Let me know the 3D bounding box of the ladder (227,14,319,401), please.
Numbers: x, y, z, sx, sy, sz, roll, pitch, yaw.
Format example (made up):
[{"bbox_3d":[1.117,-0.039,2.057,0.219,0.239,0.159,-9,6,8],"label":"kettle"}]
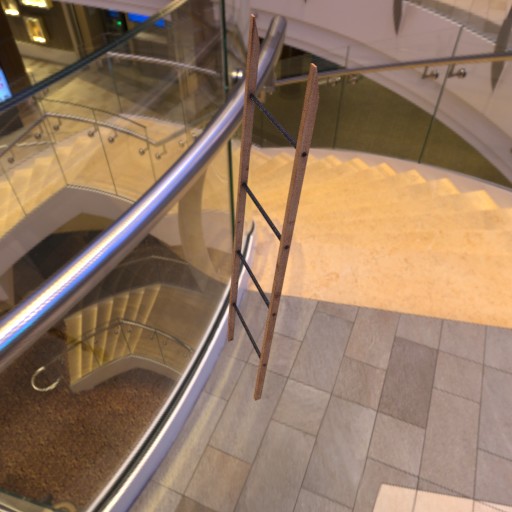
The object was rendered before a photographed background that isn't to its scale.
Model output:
[{"bbox_3d":[0.000,0.000,1.942,0.200,1.805,0.442,-17,49,-16],"label":"ladder"}]
